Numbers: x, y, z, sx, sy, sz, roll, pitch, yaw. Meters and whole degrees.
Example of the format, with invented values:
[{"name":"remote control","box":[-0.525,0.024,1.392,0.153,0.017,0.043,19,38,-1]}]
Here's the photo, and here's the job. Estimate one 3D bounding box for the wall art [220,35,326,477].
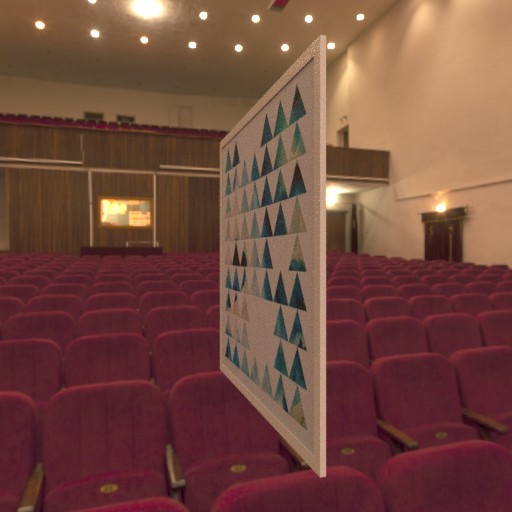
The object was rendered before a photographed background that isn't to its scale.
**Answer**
[{"name":"wall art","box":[0.000,0.000,1.198,0.012,0.809,0.809,0,0,-18]}]
